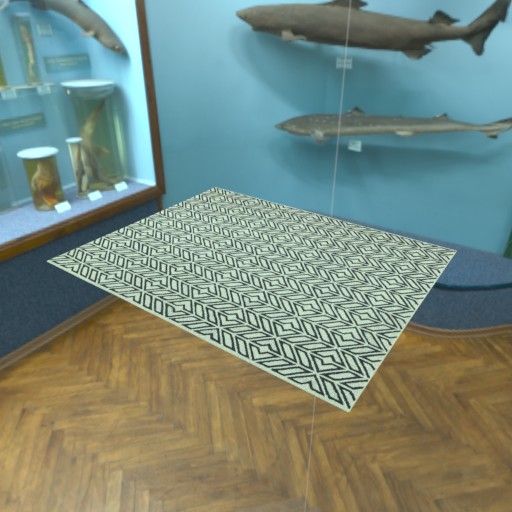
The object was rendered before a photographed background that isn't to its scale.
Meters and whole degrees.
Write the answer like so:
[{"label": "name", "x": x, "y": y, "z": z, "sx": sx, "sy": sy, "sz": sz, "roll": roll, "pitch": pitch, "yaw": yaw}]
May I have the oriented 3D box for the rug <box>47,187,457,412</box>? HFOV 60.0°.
[{"label": "rug", "x": 0.000, "y": 0.000, "z": 4.198, "sx": 3.045, "sy": 0.008, "sz": 2.421, "roll": 19, "pitch": 34, "yaw": 31}]
